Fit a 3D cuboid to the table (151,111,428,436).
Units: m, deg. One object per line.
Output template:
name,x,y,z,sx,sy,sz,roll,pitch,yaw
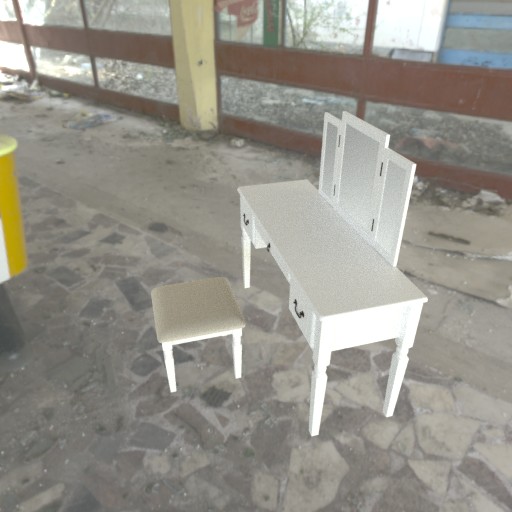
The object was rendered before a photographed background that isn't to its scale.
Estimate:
table,0.000,0.000,2.319,1.115,1.310,1.369,-8,32,-13
